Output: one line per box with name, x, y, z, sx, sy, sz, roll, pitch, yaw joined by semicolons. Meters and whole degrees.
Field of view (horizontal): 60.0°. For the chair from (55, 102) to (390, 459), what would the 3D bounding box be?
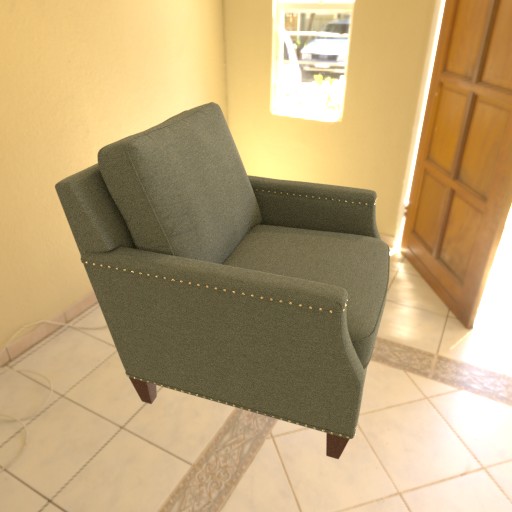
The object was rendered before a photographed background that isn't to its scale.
chair;0.000;0.000;1.761;1.031;1.031;0.885;10;31;17
